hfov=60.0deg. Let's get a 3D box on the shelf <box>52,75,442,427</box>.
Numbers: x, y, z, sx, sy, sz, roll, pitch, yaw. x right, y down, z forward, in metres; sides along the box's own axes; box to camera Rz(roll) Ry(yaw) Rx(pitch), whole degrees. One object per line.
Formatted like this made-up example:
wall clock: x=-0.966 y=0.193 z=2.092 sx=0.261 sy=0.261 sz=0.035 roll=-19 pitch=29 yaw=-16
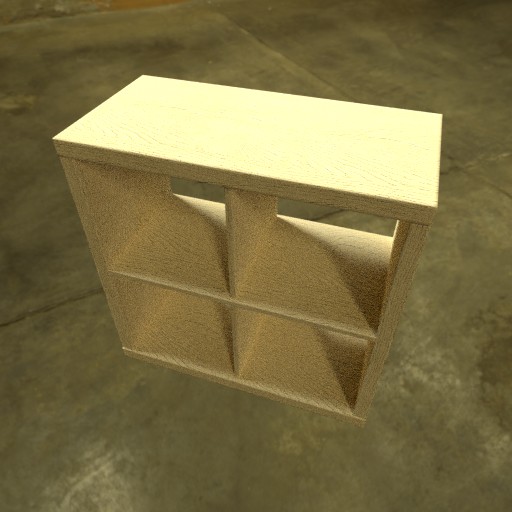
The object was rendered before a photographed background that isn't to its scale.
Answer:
shelf: x=0.000 y=0.000 z=1.257 sx=0.790 sy=0.786 sz=0.390 roll=13 pitch=44 yaw=14
